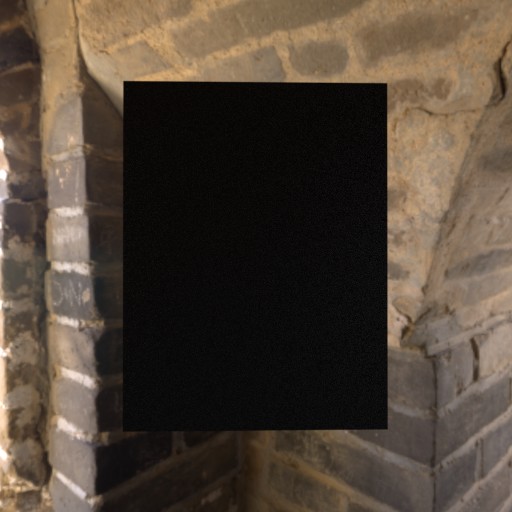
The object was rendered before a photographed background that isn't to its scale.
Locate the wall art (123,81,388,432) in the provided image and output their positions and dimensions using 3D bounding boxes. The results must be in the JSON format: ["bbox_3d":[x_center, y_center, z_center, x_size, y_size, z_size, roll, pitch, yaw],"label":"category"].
[{"bbox_3d":[0.000,0.000,1.369,0.806,1.062,0.038,0,0,-1],"label":"wall art"}]
